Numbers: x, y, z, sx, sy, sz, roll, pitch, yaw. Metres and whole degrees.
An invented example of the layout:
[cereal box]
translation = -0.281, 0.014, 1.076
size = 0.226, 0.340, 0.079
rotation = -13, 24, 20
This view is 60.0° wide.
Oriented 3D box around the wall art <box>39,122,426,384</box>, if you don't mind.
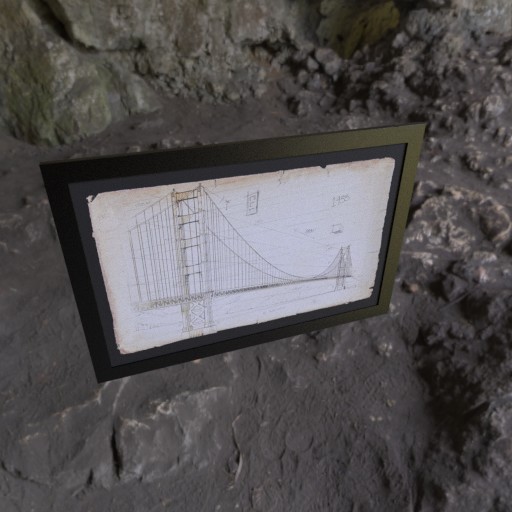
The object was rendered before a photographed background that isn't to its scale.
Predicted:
[wall art]
translation = 0.000, 0.000, 0.847
size = 0.660, 0.447, 0.013
rotation = -10, 33, -16
